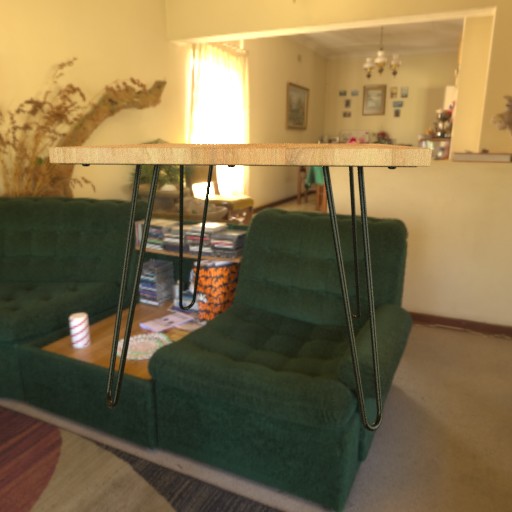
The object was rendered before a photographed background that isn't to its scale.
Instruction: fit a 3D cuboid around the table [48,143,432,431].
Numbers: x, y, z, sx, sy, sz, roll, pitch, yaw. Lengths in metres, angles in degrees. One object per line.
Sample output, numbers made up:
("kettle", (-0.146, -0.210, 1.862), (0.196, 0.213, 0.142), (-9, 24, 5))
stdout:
("table", (0.000, 0.000, 1.029), (0.599, 0.500, 0.599), (2, 15, 8))
